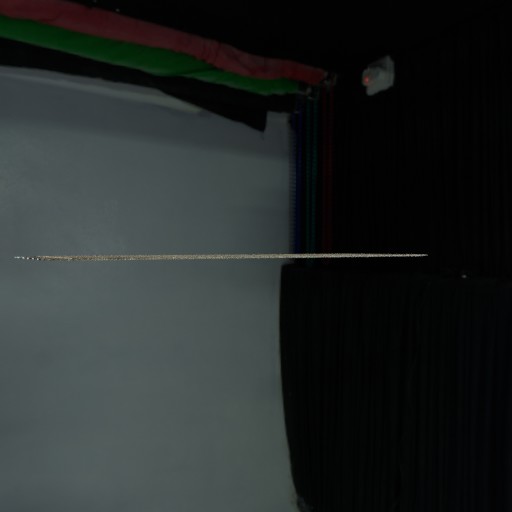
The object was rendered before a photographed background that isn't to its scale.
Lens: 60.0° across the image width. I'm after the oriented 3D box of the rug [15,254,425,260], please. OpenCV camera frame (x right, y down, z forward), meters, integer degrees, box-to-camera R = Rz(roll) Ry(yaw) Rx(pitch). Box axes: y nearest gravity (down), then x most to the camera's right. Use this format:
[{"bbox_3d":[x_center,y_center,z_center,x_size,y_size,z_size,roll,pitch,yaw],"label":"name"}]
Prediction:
[{"bbox_3d":[0.000,0.000,2.852,2.664,0.011,0.762,-1,1,-36],"label":"rug"}]
